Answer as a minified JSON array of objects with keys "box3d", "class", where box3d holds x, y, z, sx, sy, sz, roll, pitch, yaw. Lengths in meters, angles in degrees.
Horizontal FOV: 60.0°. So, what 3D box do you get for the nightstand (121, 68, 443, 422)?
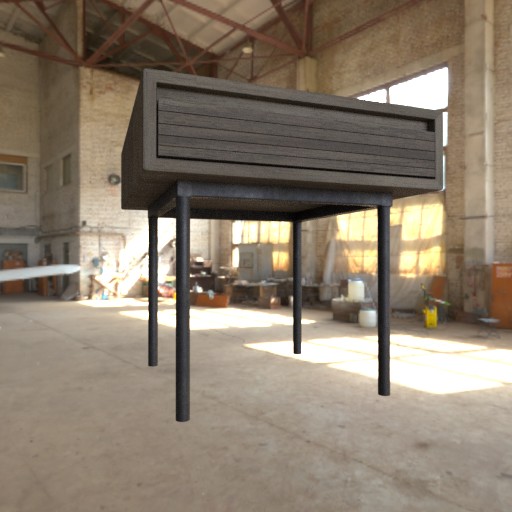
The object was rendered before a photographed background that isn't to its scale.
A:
[{"box3d":[0.000,0.000,0.906,0.502,0.497,0.503,0,0,-20],"class":"nightstand"}]
